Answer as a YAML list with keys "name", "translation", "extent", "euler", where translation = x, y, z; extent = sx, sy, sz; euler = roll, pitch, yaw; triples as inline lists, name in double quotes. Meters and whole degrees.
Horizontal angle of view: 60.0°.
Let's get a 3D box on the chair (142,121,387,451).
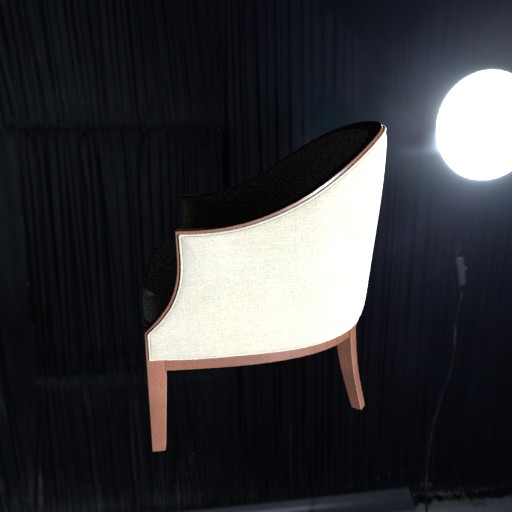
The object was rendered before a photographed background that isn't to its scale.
- name: "chair"
  translation: [0.000, 0.000, 1.497]
  extent: [0.735, 0.876, 0.803]
  euler: [-2, 15, -8]
